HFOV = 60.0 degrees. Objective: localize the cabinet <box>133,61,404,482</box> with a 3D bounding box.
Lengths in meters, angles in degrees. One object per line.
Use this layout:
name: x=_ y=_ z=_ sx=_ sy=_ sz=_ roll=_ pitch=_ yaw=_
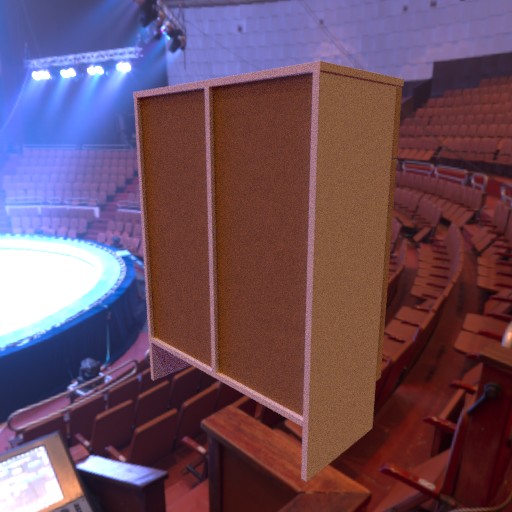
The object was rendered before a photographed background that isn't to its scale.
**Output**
cabinet: x=0.000 y=0.000 z=1.133 sx=0.296 sy=0.815 sz=0.600 roll=-13 pitch=19 yaw=-43
